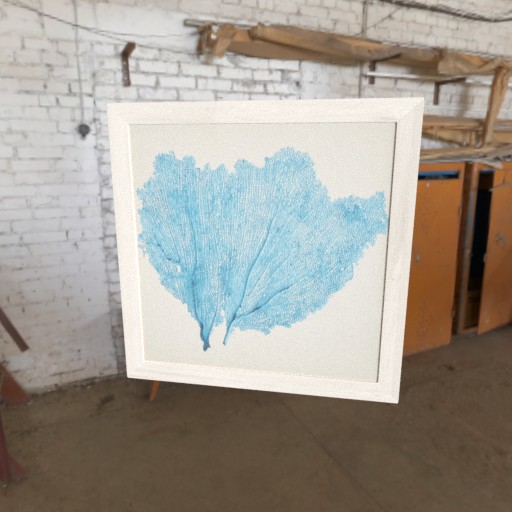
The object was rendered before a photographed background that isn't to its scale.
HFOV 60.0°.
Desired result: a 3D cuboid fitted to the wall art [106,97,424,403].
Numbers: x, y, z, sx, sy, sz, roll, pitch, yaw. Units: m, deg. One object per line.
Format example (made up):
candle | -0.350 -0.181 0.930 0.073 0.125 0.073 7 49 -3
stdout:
wall art | 0.000 0.000 0.879 0.584 0.584 0.013 2 14 10
